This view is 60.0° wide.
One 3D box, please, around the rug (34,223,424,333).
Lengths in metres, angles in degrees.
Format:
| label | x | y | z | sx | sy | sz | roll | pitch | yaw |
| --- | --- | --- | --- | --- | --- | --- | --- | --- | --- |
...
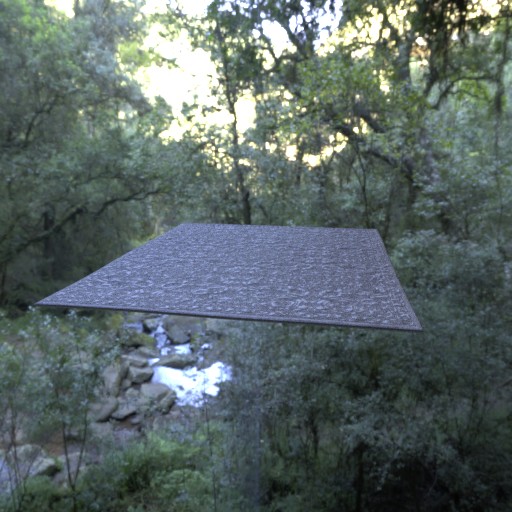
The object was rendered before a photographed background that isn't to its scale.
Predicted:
| label | x | y | z | sx | sy | sz | roll | pitch | yaw |
| --- | --- | --- | --- | --- | --- | --- | --- | --- | --- |
| rug | 0.000 | 0.000 | 4.156 | 2.472 | 0.035 | 3.017 | 3 | 15 | 10 |
